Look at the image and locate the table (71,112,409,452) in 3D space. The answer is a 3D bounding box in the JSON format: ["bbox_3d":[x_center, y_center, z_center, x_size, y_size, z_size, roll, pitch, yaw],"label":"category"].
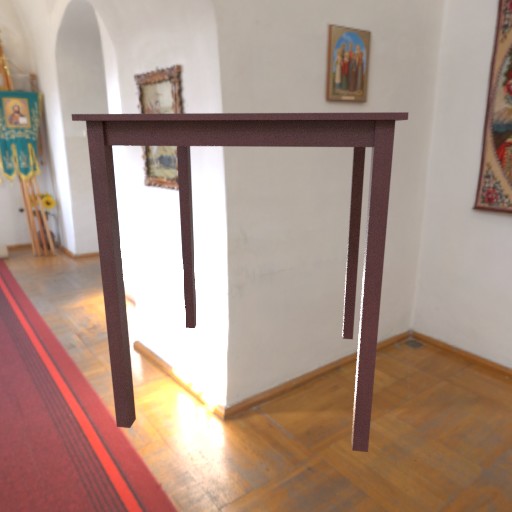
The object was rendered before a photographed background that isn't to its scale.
[{"bbox_3d":[0.000,0.000,1.659,0.861,0.991,0.861,2,16,8],"label":"table"}]
